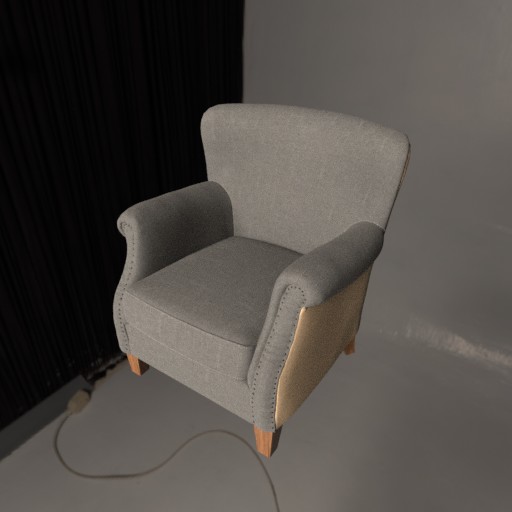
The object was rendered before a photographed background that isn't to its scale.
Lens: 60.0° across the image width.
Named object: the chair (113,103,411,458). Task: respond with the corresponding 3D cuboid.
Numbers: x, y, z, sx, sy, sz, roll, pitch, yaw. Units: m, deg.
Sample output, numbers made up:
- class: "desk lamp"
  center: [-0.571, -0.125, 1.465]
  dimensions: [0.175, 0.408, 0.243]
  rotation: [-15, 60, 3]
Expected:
- class: "chair"
  center: [0.000, 0.000, 1.669]
  dimensions: [0.861, 0.936, 0.921]
  rotation: [19, 36, 29]
